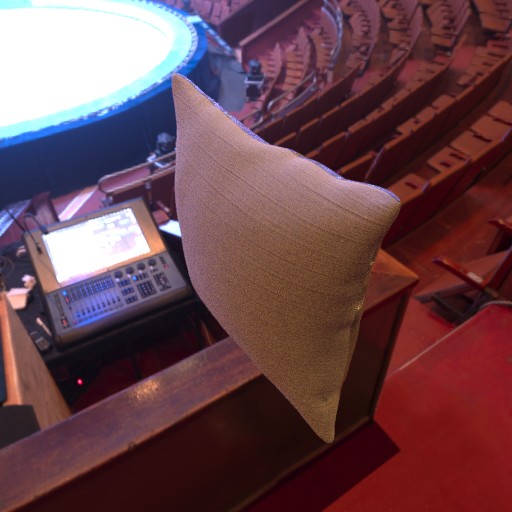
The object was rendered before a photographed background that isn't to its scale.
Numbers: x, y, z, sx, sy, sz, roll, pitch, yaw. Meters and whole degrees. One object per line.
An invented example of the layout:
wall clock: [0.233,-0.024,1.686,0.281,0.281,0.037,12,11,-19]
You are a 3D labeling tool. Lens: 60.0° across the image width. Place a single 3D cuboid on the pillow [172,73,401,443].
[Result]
pillow: [0.000,0.000,0.720,0.175,0.464,0.470,-25,47,-26]
